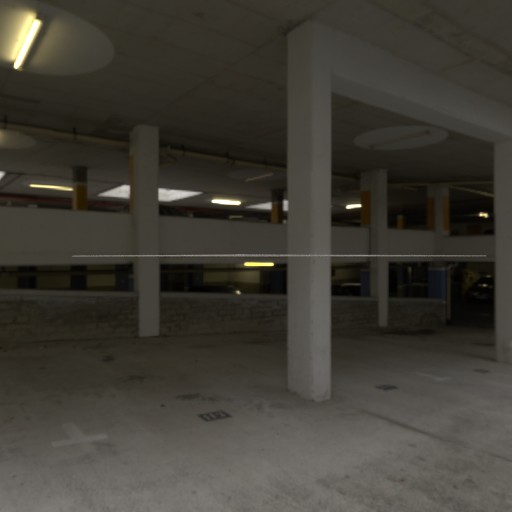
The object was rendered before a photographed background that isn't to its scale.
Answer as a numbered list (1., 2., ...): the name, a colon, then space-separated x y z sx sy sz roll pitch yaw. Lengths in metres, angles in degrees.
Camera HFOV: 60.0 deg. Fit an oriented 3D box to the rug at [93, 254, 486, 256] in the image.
1. rug: 0.000 0.000 3.926 2.391 0.005 2.880 0 0 -37
